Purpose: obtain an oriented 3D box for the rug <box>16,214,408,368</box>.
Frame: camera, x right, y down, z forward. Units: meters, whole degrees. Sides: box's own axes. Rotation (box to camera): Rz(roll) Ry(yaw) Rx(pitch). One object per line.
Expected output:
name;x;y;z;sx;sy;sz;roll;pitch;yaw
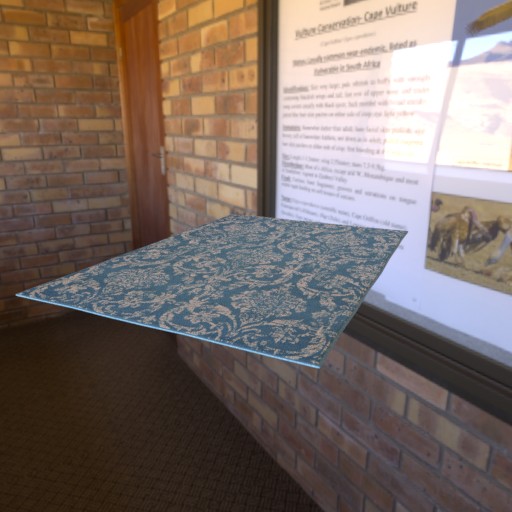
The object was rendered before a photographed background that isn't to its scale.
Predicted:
rug;0.000;0.000;2.797;1.554;0.012;2.205;8;19;25
